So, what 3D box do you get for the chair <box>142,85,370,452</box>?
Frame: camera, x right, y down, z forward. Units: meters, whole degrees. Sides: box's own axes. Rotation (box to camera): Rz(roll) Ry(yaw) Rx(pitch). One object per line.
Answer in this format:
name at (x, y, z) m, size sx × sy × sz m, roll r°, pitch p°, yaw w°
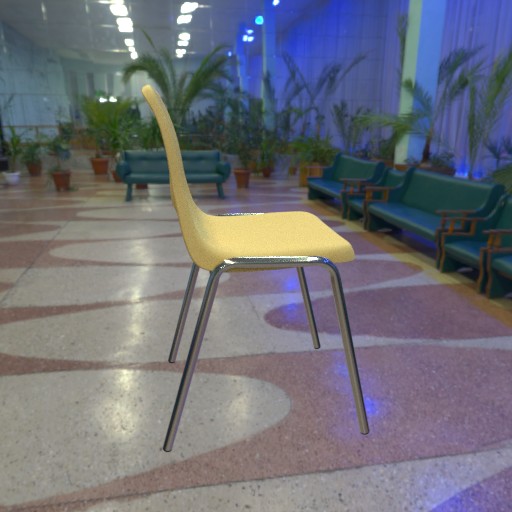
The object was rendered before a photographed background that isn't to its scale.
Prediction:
chair at (0.000, 0.000, 0.982) m, size 0.436 × 0.704 × 0.381 m, roll -3°, pitch 18°, yaw -8°
